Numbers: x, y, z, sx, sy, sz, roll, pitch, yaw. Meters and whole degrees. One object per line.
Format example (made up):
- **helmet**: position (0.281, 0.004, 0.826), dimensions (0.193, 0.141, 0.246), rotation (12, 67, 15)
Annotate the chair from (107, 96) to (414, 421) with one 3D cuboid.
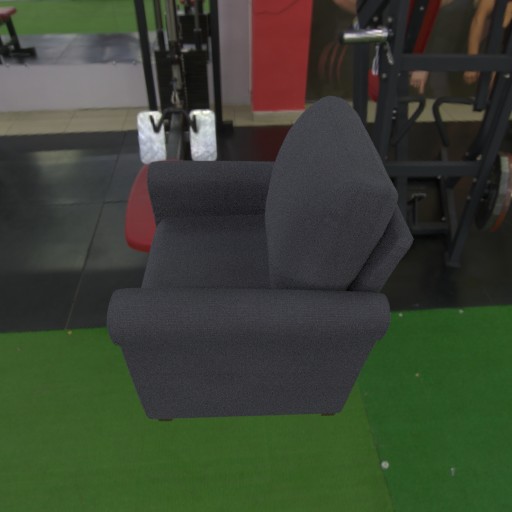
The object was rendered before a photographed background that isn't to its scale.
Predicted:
- **chair**: position (0.000, 0.000, 1.584), dimensions (0.828, 0.942, 0.867), rotation (-1, 41, -2)
